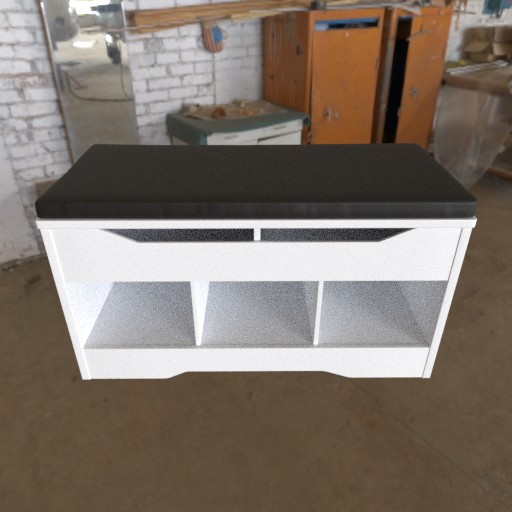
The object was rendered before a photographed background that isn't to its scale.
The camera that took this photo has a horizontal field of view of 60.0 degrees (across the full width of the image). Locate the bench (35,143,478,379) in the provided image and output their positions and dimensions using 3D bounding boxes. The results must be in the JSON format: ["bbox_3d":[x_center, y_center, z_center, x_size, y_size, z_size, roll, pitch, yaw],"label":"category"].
[{"bbox_3d":[0.000,0.000,1.175,0.899,0.500,0.401,0,31,0],"label":"bench"}]
